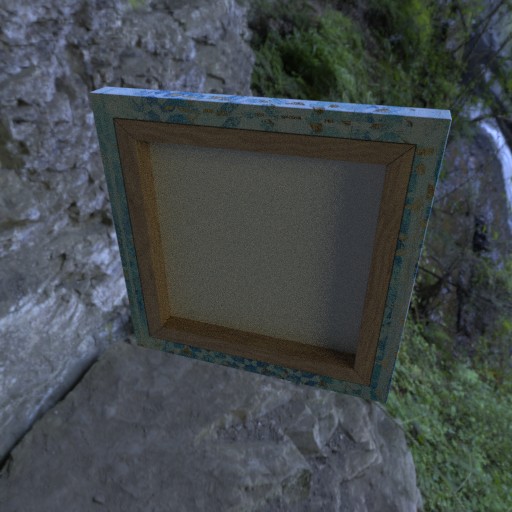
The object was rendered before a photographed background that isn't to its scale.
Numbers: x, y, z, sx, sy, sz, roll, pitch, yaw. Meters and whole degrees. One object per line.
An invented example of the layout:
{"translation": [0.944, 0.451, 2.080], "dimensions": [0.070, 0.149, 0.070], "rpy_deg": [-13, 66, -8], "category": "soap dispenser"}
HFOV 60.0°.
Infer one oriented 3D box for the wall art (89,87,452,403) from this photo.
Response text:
{"translation": [0.000, 0.000, 0.598], "dimensions": [0.405, 0.405, 0.037], "rpy_deg": [9, 33, 15], "category": "wall art"}
